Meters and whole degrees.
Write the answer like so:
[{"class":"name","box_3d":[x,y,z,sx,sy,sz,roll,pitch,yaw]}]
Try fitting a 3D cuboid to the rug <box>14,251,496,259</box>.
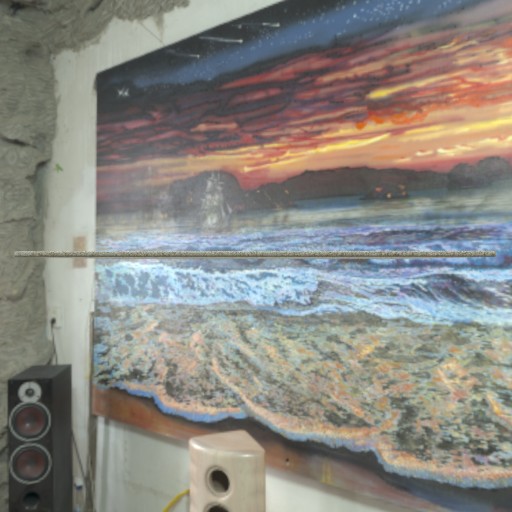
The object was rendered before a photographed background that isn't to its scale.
[{"class":"rug","box_3d":[0.000,0.000,2.985,2.438,0.030,1.524,0,-1,2]}]
